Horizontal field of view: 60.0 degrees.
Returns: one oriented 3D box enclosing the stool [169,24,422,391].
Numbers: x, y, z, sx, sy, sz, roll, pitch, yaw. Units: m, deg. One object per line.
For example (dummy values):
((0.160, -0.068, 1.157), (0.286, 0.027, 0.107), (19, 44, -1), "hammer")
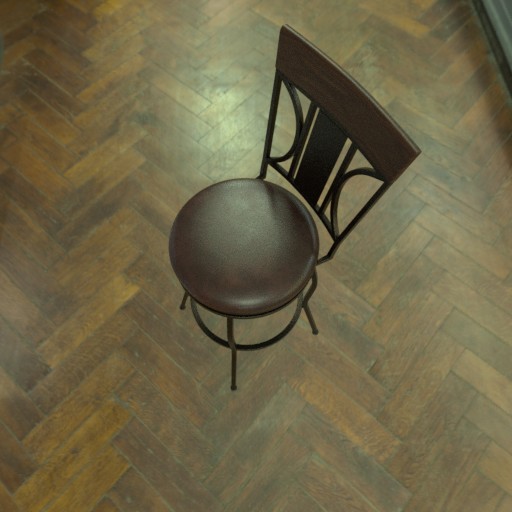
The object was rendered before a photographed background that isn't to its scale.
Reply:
((0.000, 0.000, 1.382), (0.513, 1.130, 0.448), (-31, 68, -14), "stool")
